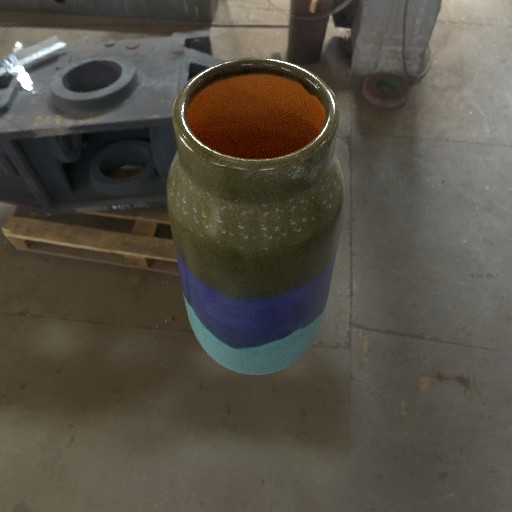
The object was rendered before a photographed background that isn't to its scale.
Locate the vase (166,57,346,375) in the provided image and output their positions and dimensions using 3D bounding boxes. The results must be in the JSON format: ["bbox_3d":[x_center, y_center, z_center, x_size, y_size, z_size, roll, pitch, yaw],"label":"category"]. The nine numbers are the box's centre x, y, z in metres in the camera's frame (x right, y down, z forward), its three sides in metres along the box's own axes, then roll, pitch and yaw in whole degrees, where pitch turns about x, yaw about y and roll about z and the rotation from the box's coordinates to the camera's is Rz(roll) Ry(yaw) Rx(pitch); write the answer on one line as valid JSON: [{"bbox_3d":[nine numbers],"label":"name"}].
[{"bbox_3d":[0.000,0.000,0.377,0.139,0.313,0.139,0,58,0],"label":"vase"}]
